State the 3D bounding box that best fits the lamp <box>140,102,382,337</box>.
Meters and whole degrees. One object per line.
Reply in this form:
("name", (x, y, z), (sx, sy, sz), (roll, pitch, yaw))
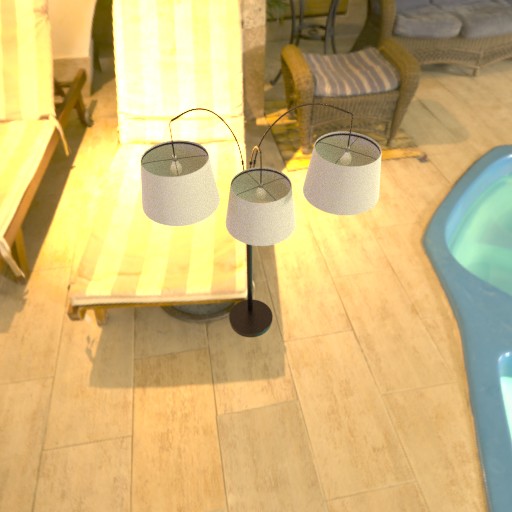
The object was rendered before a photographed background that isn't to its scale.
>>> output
("lamp", (0.000, 0.000, 2.447), (0.951, 1.950, 0.924), (-3, 45, -3))
